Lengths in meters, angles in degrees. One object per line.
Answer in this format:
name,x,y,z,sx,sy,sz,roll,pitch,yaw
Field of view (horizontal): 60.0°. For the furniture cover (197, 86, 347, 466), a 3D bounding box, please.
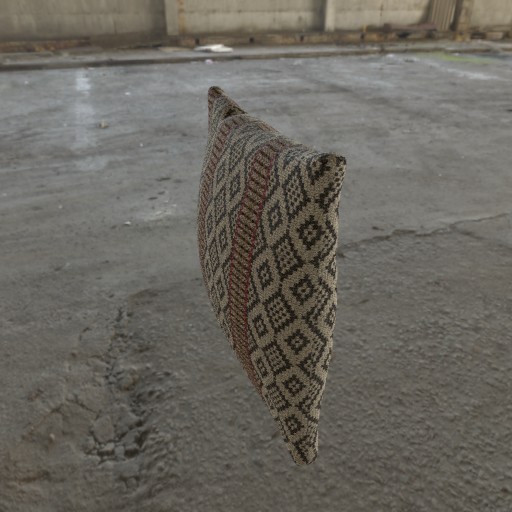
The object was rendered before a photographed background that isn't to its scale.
furniture cover,0.000,0.000,0.787,0.182,0.506,0.503,-10,31,-17
